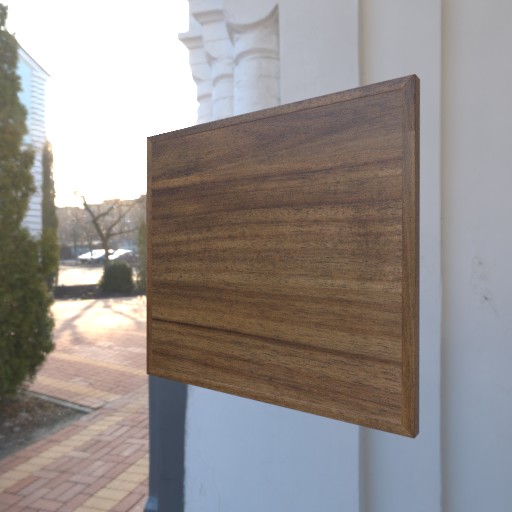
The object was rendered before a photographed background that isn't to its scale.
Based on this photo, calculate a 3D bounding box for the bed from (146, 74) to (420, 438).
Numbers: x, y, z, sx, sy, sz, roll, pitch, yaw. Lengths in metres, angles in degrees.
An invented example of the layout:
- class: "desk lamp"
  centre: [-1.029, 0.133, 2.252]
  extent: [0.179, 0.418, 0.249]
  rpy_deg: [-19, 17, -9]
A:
- class: "bed"
  centre: [0.000, 0.000, 1.463]
  extent: [1.041, 0.940, 0.043]
  rpy_deg: [0, 0, 36]
